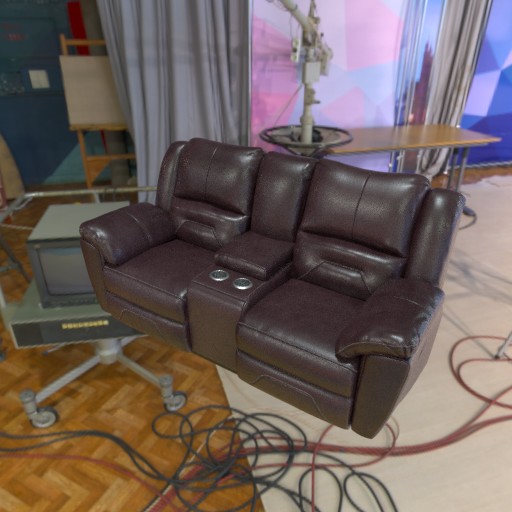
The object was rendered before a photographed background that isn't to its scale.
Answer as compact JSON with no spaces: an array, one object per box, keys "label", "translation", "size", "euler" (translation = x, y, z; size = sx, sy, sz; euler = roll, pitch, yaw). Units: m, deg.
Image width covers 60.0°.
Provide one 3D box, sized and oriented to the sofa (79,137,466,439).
[{"label":"sofa","translation":[0.000,0.000,2.575],"size":[2.058,1.043,0.991],"euler":[18,33,29]}]
